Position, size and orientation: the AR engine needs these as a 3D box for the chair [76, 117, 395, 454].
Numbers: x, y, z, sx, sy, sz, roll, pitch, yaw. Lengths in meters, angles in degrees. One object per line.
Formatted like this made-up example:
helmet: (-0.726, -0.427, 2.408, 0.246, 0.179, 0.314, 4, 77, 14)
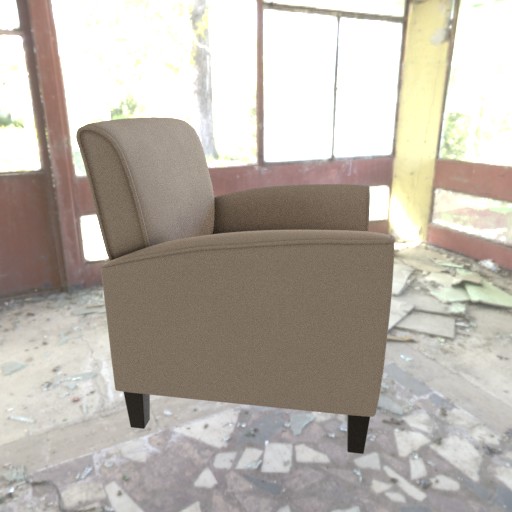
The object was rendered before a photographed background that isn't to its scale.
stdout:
chair: (0.000, 0.000, 1.535, 0.820, 0.915, 0.820, 3, 18, 9)
